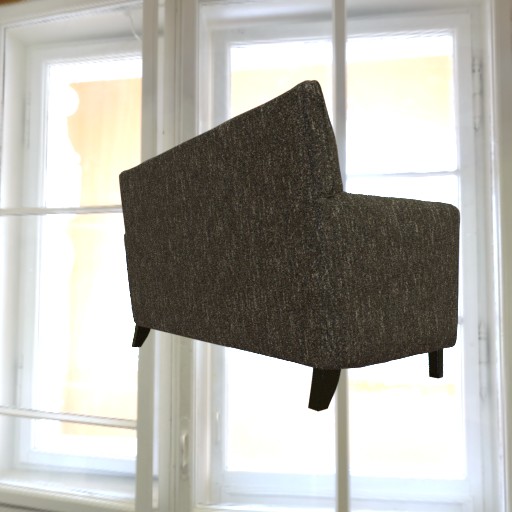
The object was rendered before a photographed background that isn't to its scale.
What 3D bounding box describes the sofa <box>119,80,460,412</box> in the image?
[{"bbox_3d":[0.000,0.000,2.020,0.801,0.946,1.519,2,-3,-37],"label":"sofa"}]
